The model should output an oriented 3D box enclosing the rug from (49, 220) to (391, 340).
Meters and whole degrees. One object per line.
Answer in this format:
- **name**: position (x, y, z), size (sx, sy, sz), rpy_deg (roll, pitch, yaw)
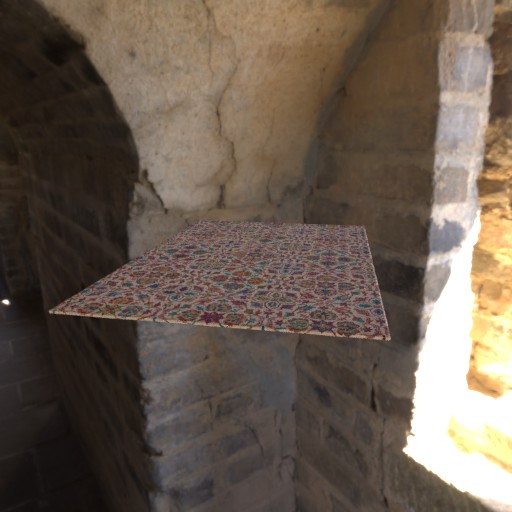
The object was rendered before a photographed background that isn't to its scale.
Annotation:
- **rug**: position (0.000, 0.000, 3.014), size (1.541, 0.018, 2.297), rpy_deg (3, 16, 10)
